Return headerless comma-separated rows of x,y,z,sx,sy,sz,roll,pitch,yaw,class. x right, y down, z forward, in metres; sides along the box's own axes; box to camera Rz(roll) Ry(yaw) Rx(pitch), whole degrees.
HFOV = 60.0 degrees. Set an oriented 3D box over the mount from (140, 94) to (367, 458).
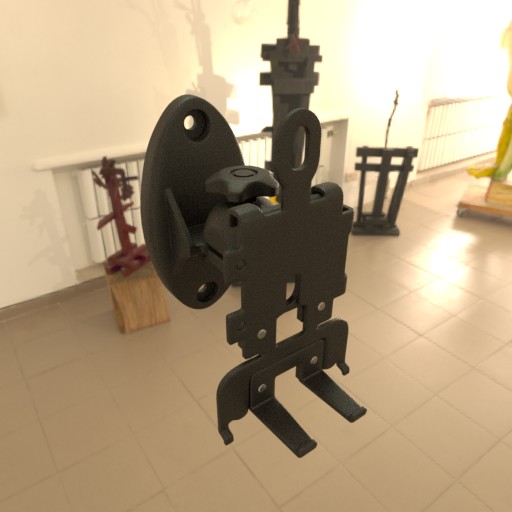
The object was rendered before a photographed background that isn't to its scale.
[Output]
0.000,0.000,0.174,0.066,0.118,0.100,-19,34,-31,mount
